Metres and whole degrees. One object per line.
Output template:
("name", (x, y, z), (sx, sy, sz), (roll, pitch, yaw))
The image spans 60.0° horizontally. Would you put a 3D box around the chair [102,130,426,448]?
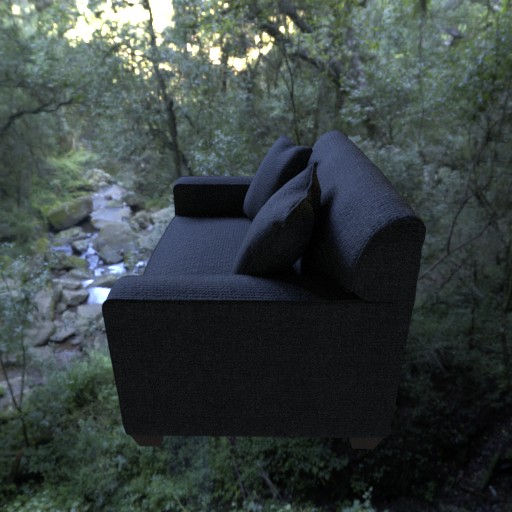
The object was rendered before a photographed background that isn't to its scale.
("chair", (0.000, 0.000, 2.017), (1.000, 0.948, 1.383), (0, 26, 1))
